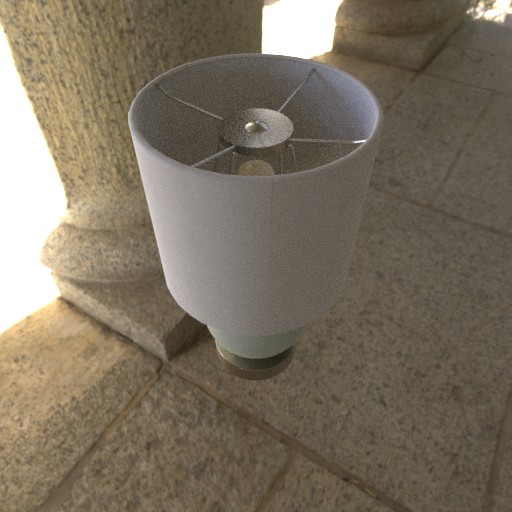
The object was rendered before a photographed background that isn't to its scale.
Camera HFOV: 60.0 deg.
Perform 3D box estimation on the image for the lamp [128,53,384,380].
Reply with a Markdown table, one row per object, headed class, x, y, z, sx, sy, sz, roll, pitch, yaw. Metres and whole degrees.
| class | x | y | z | sx | sy | sz | roll | pitch | yaw |
| --- | --- | --- | --- | --- | --- | --- | --- | --- | --- |
| lamp | 0.000 | 0.000 | 0.481 | 0.201 | 0.353 | 0.201 | 2 | 47 | 2 |
